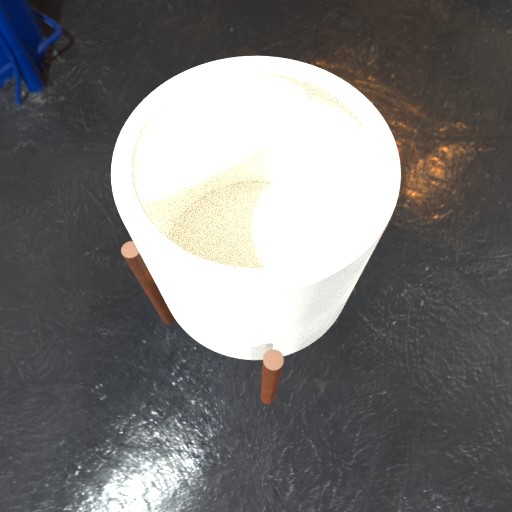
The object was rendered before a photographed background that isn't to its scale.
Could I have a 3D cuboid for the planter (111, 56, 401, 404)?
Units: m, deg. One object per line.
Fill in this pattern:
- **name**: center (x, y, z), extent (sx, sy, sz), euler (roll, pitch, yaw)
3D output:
- **planter**: center (0.000, 0.000, 0.503), extent (0.224, 0.358, 0.224), euler (35, 69, 16)
